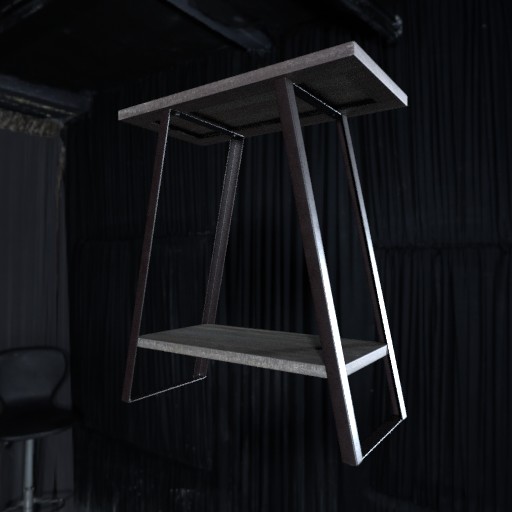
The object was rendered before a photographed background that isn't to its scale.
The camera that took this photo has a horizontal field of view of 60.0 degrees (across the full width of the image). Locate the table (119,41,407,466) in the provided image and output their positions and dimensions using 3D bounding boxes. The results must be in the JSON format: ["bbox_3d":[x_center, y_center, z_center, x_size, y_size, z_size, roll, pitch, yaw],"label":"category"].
[{"bbox_3d":[0.000,0.000,1.016,0.599,0.701,0.300,0,-1,35],"label":"table"}]
